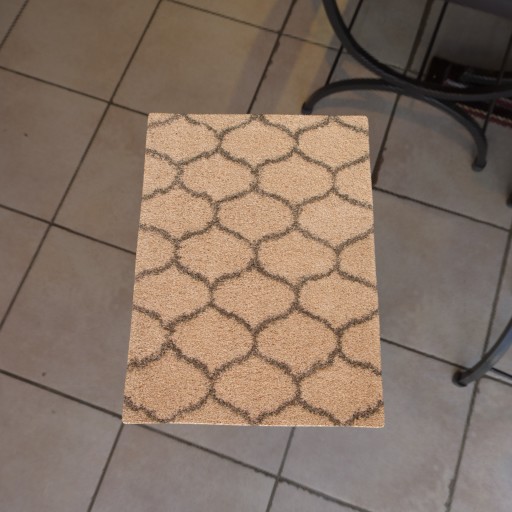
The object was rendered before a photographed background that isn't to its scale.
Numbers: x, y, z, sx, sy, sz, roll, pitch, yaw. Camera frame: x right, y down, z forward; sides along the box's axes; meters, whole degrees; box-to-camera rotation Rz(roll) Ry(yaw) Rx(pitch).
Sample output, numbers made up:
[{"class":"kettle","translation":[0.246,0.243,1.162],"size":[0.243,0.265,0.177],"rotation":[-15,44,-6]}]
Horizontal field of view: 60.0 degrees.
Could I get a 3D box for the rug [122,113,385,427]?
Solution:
[{"class":"rug","translation":[0.000,0.000,2.225],"size":[1.200,0.025,1.600],"rotation":[1,75,0]}]
